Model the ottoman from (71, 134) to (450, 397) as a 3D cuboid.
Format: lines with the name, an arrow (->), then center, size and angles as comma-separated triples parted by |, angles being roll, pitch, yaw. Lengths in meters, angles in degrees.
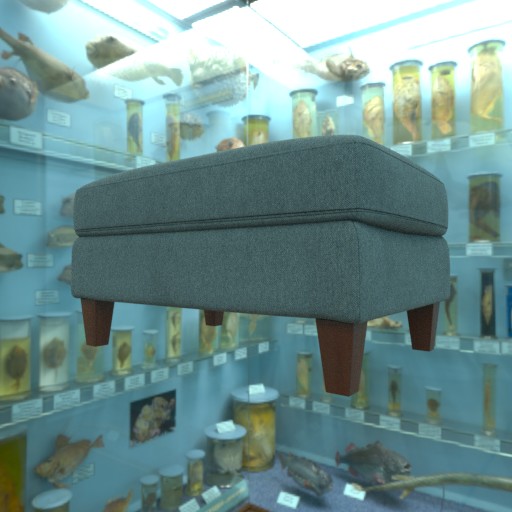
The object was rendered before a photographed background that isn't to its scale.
ottoman -> 0.000, 0.000, 1.178 | 0.864, 0.483, 0.584 | -1, -1, 37
